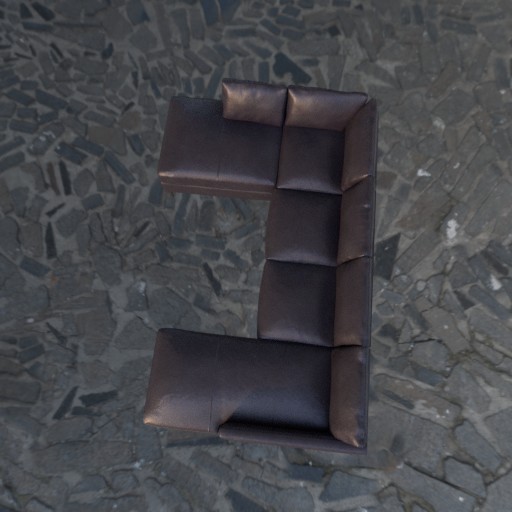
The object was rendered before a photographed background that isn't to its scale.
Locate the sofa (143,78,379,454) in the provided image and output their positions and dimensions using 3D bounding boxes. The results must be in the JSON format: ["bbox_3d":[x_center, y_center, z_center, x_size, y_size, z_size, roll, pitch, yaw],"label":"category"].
[{"bbox_3d":[0.000,0.000,3.826,1.939,0.900,2.956,6,74,2],"label":"sofa"}]
